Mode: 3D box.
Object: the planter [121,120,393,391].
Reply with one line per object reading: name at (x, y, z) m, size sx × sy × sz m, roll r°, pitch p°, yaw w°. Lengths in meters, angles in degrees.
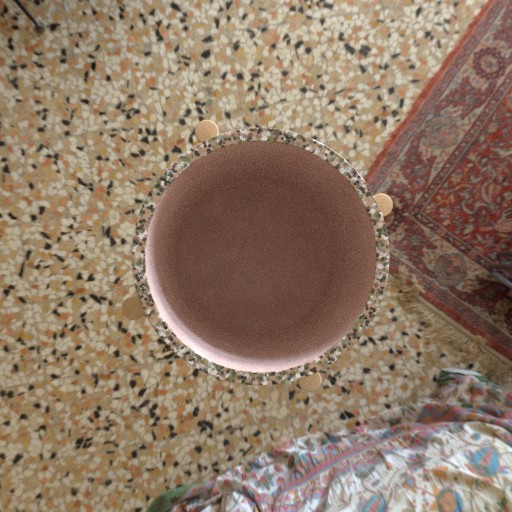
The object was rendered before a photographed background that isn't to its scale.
planter at (0.000, 0.000, 0.541) m, size 0.284 × 0.320 × 0.284 m, roll 0°, pitch 90°, yaw -2°
